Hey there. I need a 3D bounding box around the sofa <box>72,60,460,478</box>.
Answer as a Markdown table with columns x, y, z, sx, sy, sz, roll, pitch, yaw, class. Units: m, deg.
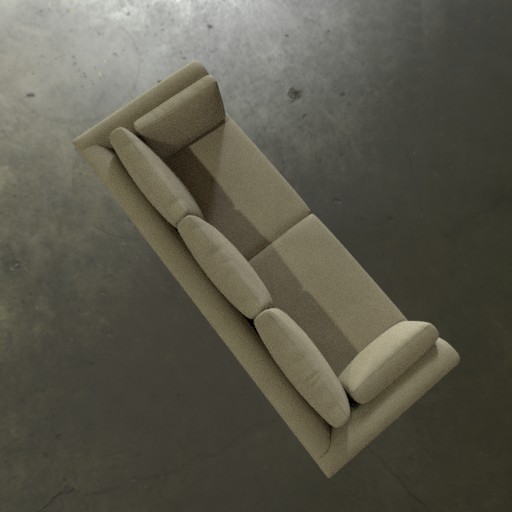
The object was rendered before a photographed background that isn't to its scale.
| x | y | z | sx | sy | sz | roll | pitch | yaw | class |
| --- | --- | --- | --- | --- | --- | --- | --- | --- | --- |
| 0.000 | 0.000 | 2.848 | 0.969 | 0.867 | 2.415 | -38 | 79 | -9 | sofa |
